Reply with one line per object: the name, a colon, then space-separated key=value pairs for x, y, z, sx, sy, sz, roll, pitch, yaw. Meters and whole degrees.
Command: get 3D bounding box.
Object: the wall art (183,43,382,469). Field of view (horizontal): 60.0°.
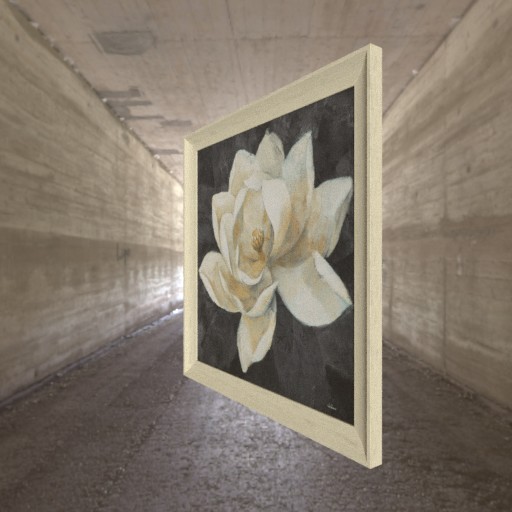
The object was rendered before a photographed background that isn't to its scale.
wall art: x=0.000 y=0.000 z=1.487 sx=0.045 sy=1.016 sz=1.016 roll=0 pitch=0 yaw=-35
